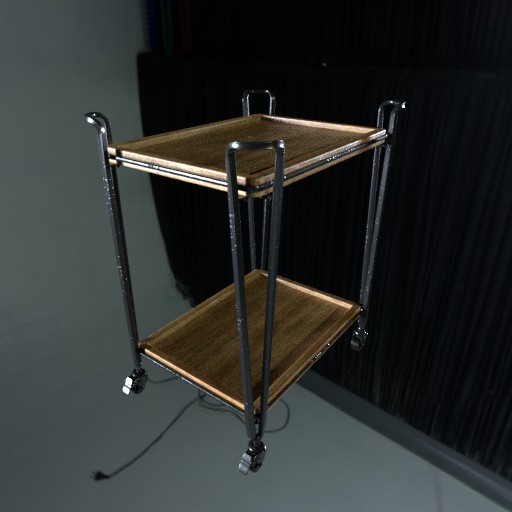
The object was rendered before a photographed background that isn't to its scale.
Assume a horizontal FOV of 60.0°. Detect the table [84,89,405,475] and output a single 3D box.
[{"bbox_3d":[0.000,0.000,1.223,0.505,0.785,0.672,19,32,33],"label":"table"}]
